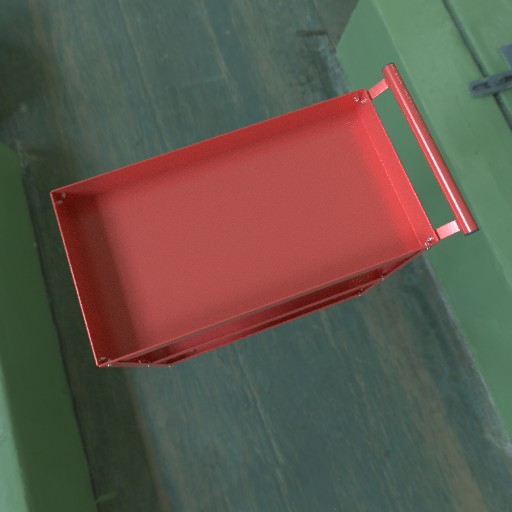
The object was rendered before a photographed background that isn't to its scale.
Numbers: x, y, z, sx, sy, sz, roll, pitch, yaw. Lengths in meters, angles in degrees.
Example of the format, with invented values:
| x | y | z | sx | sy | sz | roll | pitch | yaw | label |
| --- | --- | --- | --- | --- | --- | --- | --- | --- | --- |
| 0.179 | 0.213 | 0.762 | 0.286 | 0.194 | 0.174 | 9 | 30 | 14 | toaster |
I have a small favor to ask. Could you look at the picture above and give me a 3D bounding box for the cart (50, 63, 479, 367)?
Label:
| x | y | z | sx | sy | sz | roll | pitch | yaw | label |
| --- | --- | --- | --- | --- | --- | --- | --- | --- | --- |
| 0.000 | 0.000 | 1.173 | 0.719 | 0.780 | 0.366 | -20 | 77 | -5 | cart |
